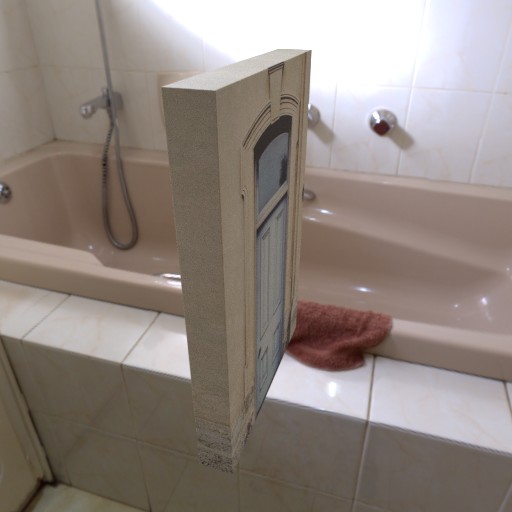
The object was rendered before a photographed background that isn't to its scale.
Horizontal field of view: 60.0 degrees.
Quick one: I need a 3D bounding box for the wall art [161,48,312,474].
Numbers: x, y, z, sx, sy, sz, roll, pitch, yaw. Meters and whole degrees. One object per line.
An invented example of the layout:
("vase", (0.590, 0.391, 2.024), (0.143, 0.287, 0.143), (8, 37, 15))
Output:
("wall art", (0.000, 0.000, 0.474), (0.038, 0.381, 0.254), (10, 32, 17))
